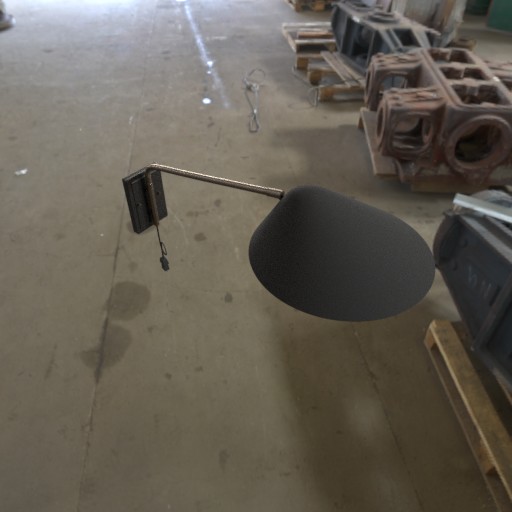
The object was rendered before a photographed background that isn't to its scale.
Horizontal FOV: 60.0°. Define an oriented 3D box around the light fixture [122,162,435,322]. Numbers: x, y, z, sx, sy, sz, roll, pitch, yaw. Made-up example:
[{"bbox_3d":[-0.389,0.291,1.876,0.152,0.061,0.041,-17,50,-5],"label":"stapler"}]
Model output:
[{"bbox_3d":[0.000,0.000,0.698,0.516,0.312,0.240,27,48,27],"label":"light fixture"}]
